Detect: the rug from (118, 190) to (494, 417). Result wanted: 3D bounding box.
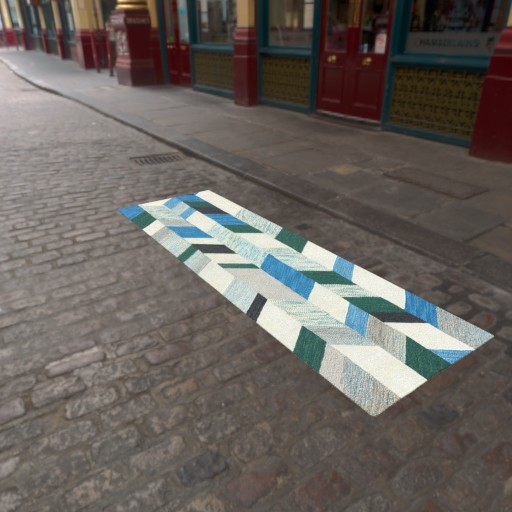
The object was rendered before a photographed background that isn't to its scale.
[{"bbox_3d":[0.000,0.000,2.566,0.774,0.008,2.437,-18,31,-31],"label":"rug"}]
